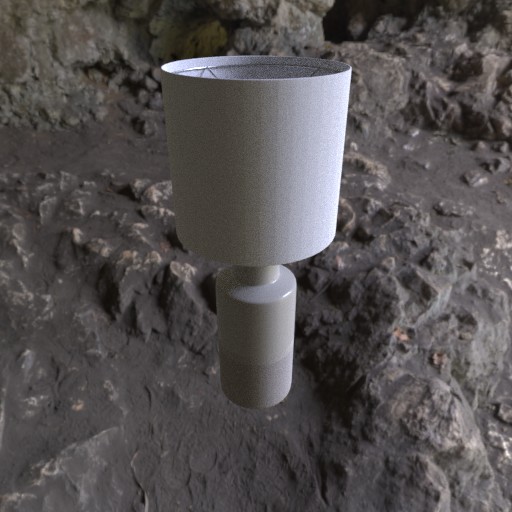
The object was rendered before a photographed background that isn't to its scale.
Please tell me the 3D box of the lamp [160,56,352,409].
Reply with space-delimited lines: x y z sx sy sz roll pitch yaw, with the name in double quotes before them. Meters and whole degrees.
"lamp" 0.000 0.000 0.620 0.212 0.493 0.212 -22 36 -33
